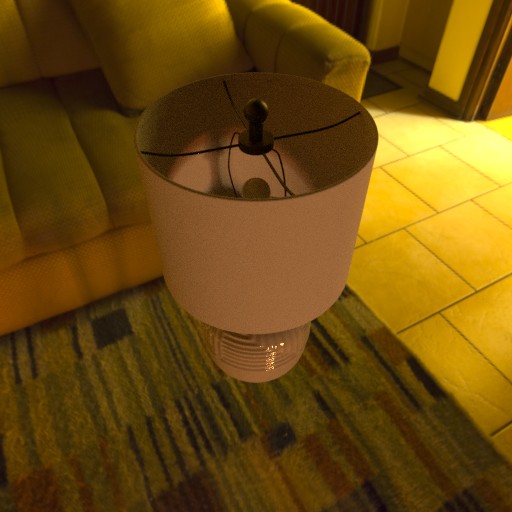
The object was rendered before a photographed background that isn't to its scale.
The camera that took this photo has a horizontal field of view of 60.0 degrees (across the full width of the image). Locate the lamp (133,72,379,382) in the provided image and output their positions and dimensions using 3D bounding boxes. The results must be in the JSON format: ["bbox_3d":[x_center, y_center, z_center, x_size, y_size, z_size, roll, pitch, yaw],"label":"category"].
[{"bbox_3d":[0.000,0.000,0.763,0.318,0.567,0.318,0,46,0],"label":"lamp"}]
